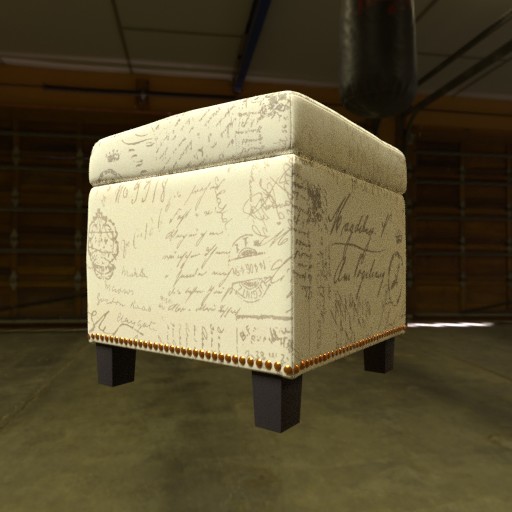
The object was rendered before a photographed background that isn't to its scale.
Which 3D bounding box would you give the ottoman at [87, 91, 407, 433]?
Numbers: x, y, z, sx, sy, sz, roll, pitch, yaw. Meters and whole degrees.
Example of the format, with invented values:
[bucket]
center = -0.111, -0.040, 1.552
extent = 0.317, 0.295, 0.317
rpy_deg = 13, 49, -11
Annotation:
[ottoman]
center = 0.000, 0.000, 0.850
extent = 0.449, 0.457, 0.450
rpy_deg = 0, -1, 36
